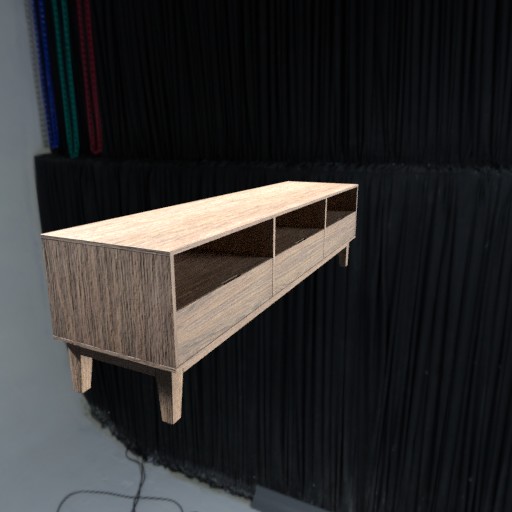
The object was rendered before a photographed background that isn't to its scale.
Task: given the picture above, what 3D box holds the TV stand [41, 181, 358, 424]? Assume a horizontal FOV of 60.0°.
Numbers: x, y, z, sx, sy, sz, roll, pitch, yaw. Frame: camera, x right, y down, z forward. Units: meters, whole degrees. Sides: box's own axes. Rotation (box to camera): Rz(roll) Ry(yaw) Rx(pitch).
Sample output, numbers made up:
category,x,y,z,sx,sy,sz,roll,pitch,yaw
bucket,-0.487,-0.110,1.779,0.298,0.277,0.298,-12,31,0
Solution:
category,x,y,z,sx,sy,sz,roll,pitch,yaw
TV stand,0.000,0.000,1.630,0.366,0.409,1.482,7,16,26
